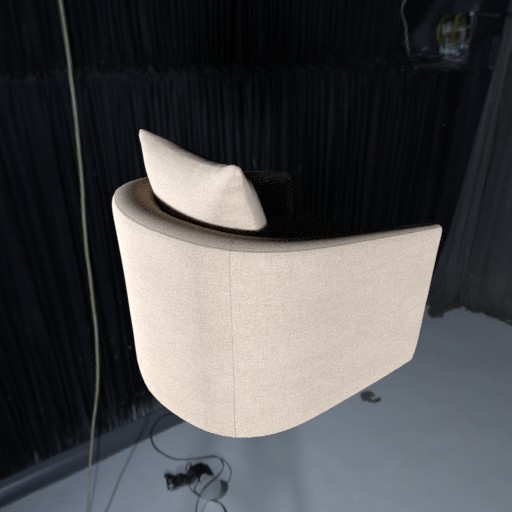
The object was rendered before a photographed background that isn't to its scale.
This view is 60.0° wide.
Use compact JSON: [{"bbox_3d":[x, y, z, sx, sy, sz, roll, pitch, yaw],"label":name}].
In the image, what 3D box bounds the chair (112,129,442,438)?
[{"bbox_3d":[0.000,0.000,1.561,0.910,0.848,0.845,-17,31,-31],"label":"chair"}]
